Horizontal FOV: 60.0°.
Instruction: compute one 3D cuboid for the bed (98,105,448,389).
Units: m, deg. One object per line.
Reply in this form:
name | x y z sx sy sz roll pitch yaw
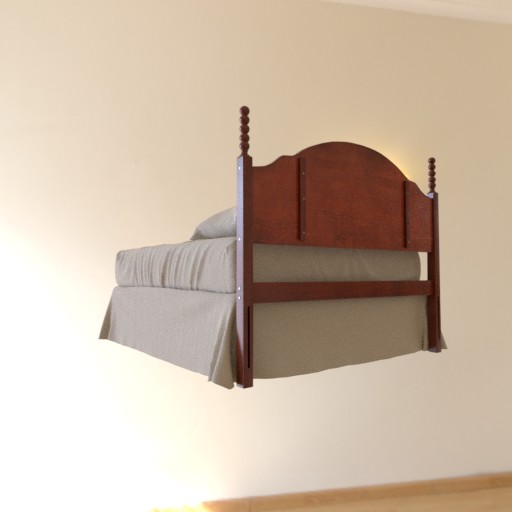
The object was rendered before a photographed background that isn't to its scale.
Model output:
bed | 0.000 0.000 3.391 1.873 1.356 2.040 2 -3 -36
